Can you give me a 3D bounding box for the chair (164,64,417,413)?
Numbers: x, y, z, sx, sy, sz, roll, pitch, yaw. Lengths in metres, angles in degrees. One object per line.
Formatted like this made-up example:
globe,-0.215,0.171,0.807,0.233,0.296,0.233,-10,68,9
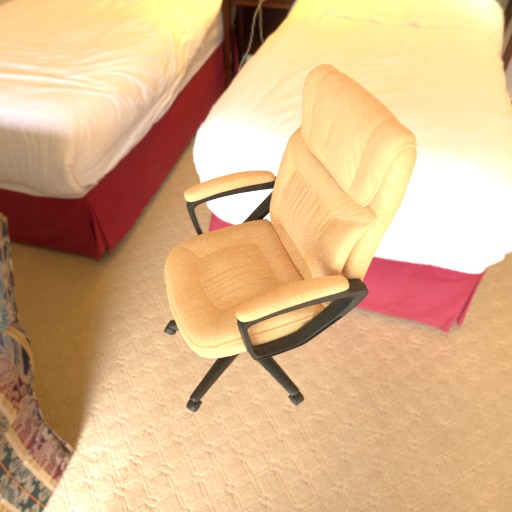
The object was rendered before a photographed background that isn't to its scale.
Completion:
chair,0.000,0.000,1.543,0.724,1.105,0.667,-16,48,-14
